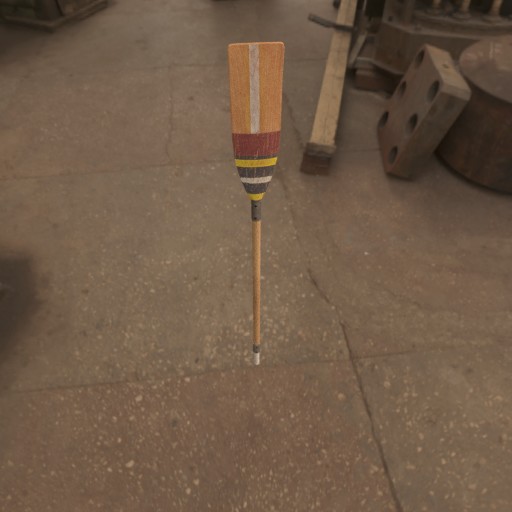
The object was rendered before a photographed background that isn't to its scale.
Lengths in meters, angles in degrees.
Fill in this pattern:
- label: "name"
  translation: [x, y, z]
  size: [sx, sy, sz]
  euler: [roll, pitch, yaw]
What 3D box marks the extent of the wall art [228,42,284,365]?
- label: "wall art"
  translation: [0.000, 0.000, 1.687]
  size: [0.146, 1.556, 0.038]
  euler: [-3, 46, -3]
